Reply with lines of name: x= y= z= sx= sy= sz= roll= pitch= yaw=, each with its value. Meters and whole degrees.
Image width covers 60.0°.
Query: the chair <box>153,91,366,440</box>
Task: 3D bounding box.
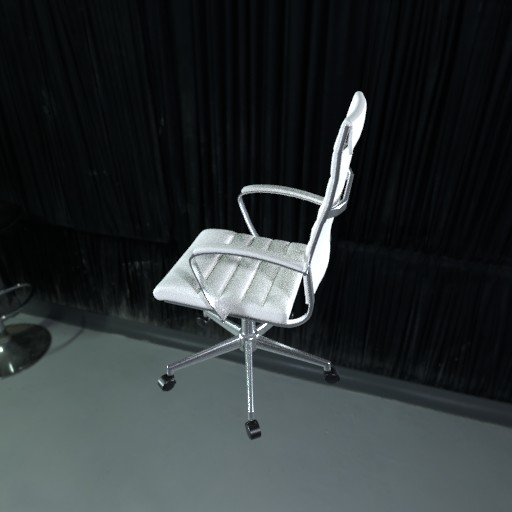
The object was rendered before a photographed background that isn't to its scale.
chair: x=0.000 y=0.000 z=1.689 sx=0.739 sy=1.149 sz=0.766 roll=8 pitch=31 yaw=13
